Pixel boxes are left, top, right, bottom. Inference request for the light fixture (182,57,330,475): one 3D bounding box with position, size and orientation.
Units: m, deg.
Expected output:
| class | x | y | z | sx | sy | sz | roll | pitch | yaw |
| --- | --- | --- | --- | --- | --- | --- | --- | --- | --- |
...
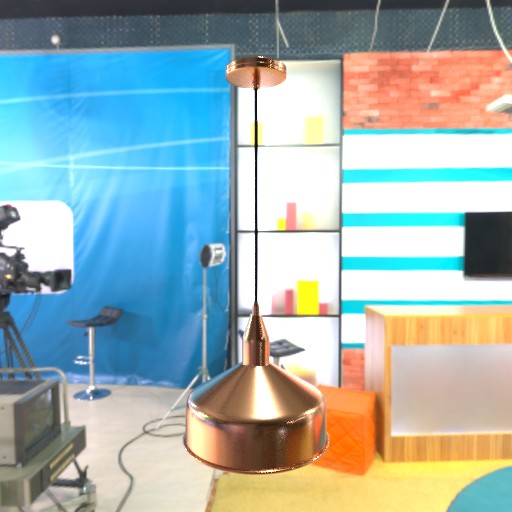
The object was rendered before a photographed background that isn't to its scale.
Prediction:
| class | x | y | z | sx | sy | sz | roll | pitch | yaw |
| --- | --- | --- | --- | --- | --- | --- | --- | --- | --- |
| light fixture | 0.000 | 0.000 | 0.907 | 0.301 | 0.754 | 0.301 | -1 | 2 | -37 |
